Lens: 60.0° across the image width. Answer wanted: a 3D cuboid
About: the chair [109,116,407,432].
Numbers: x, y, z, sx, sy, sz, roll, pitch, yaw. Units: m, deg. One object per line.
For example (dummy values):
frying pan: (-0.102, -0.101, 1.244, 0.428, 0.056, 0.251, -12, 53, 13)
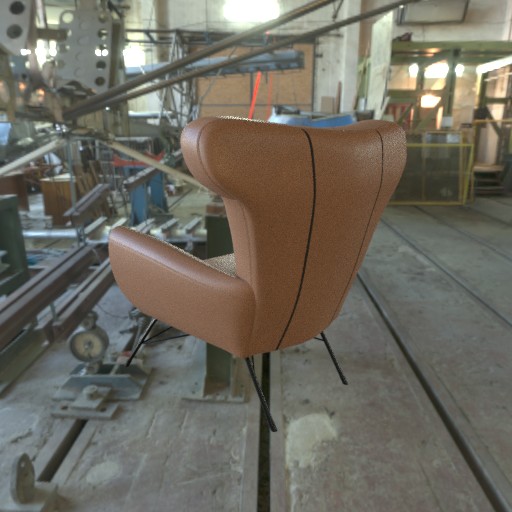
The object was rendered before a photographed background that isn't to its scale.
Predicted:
chair: (0.000, 0.000, 1.777, 0.980, 1.050, 0.900, -15, 22, -42)
